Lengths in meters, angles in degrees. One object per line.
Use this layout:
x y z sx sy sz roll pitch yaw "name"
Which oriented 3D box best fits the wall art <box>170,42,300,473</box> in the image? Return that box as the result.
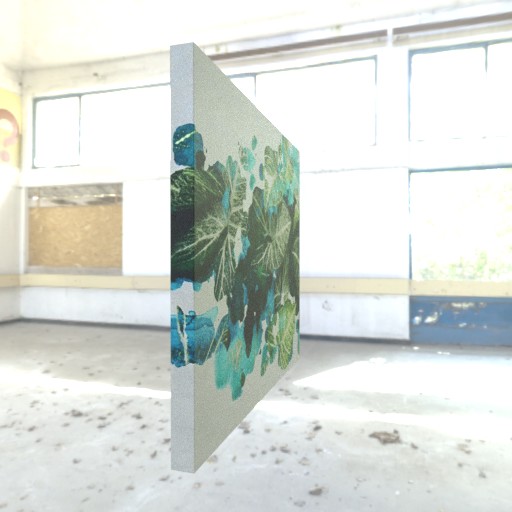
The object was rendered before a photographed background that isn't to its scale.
0.000 0.000 0.970 0.043 0.610 0.711 0 1 18 "wall art"
